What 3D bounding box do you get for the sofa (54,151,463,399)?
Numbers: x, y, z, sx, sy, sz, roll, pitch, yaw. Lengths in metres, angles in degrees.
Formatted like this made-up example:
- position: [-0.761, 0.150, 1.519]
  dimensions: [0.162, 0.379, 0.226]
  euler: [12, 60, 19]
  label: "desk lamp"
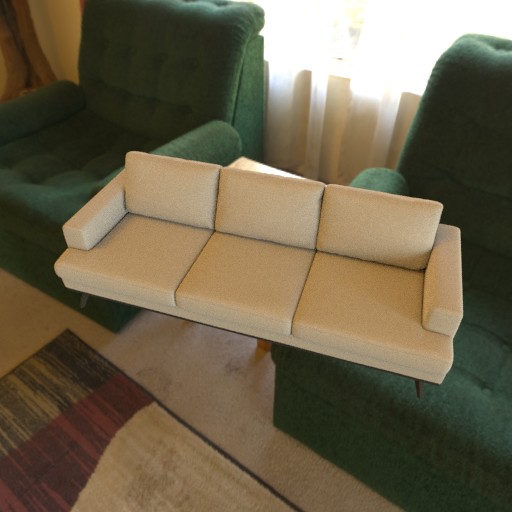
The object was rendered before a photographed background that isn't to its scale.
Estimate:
- position: [0.000, 0.000, 2.724]
  dimensions: [2.310, 0.810, 0.920]
  euler: [12, 43, 14]
  label: "sofa"
